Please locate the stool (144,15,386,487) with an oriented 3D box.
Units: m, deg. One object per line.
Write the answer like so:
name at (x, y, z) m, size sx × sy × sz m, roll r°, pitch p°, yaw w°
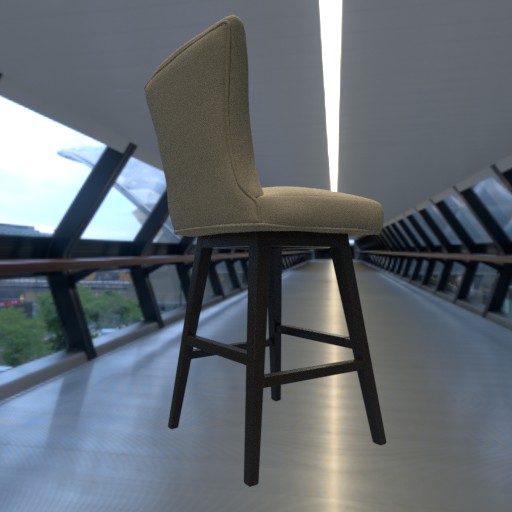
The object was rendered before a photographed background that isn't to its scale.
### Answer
stool at (0.000, 0.000, 1.326) m, size 0.574 × 1.086 × 0.514 m, roll 0°, pitch -1°, yaw -36°
